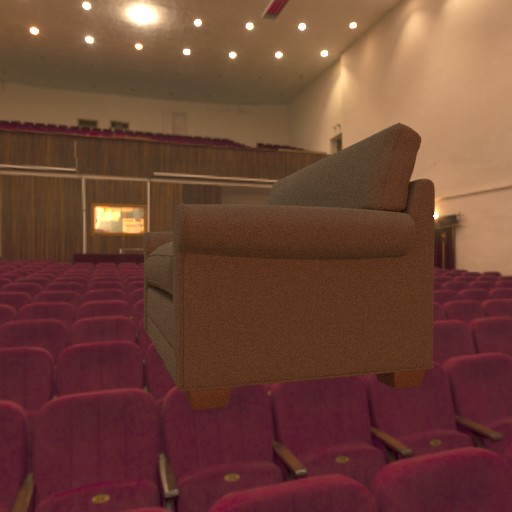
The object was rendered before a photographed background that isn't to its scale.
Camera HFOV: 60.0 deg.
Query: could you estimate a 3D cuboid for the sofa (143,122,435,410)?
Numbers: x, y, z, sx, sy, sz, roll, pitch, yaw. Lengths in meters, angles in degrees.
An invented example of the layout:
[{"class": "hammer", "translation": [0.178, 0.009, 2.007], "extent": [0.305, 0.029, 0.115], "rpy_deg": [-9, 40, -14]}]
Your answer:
[{"class": "sofa", "translation": [0.000, 0.000, 2.051], "extent": [0.940, 0.953, 1.410], "rpy_deg": [0, -1, -18]}]
